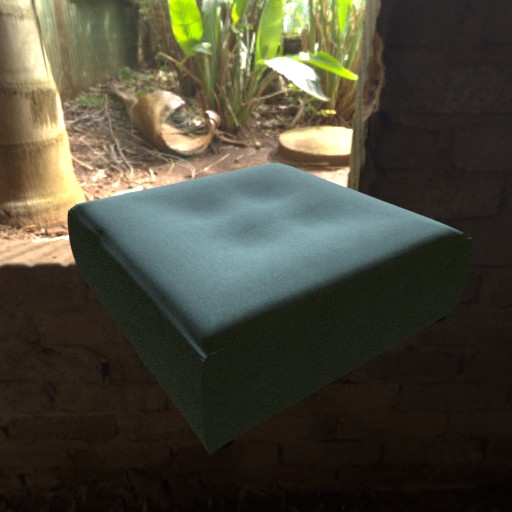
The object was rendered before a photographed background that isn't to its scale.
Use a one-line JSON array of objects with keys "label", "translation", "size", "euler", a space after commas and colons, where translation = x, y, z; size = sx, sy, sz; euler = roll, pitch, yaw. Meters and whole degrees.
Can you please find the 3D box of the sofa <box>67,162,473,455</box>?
[{"label": "sofa", "translation": [0.000, 0.000, 1.447], "size": [0.930, 0.330, 0.930], "euler": [-19, 34, -31]}]
